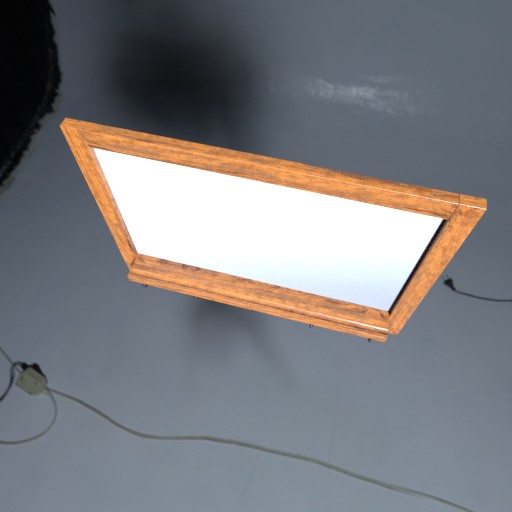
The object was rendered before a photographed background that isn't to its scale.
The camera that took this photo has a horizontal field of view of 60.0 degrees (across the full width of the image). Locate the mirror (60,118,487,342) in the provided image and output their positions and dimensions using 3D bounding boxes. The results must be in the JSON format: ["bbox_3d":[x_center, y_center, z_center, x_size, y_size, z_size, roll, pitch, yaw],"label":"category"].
[{"bbox_3d":[0.000,0.000,0.982,0.758,0.537,0.084,13,59,8],"label":"mirror"}]
